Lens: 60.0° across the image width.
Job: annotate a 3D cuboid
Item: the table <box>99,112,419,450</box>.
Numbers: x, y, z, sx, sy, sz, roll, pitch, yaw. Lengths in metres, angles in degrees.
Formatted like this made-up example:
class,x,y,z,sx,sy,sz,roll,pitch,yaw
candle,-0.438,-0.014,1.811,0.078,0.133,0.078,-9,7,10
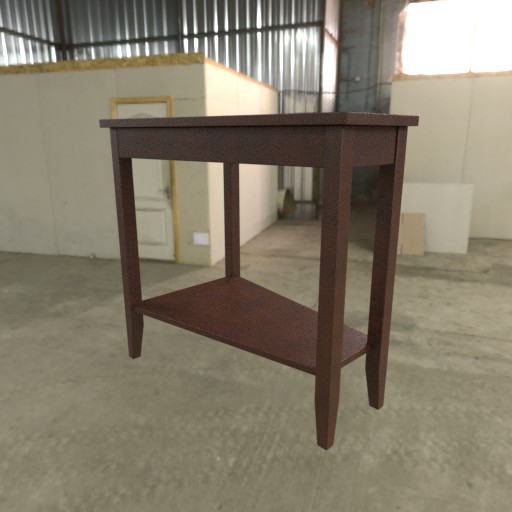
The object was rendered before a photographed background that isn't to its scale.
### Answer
class,x,y,z,sx,sy,sz,roll,pitch,yaw
table,0.000,0.000,0.994,0.399,0.589,0.605,-15,21,-42
